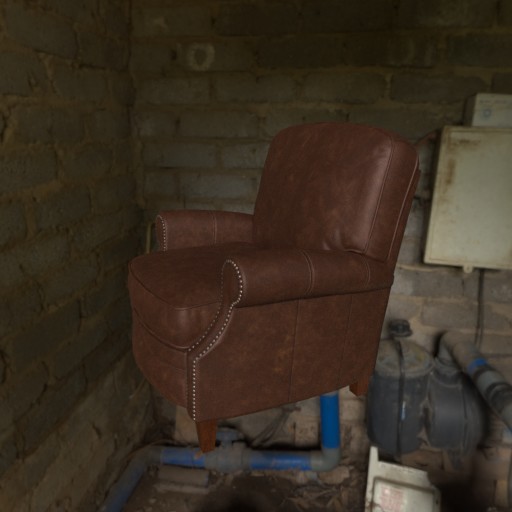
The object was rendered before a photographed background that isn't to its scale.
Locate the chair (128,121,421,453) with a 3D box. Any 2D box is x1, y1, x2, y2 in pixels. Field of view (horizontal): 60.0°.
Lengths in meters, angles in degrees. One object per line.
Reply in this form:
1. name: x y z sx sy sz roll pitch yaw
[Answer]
1. chair: 0.000 0.000 1.747 0.986 1.018 0.936 -8 18 -26
